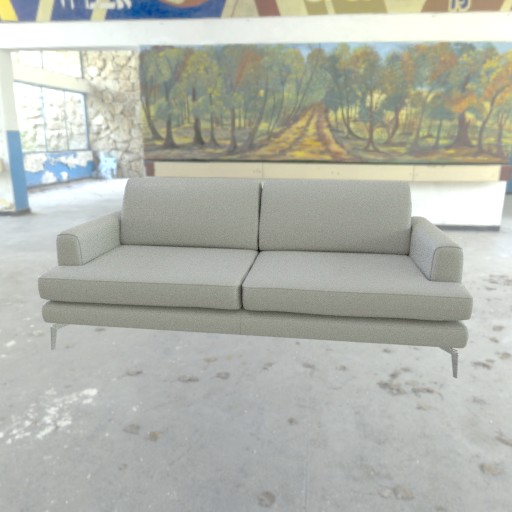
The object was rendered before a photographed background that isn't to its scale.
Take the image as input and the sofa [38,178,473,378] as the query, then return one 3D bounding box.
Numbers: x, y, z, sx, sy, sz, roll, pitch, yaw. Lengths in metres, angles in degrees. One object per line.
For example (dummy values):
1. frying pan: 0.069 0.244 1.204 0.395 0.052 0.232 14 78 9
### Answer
1. sofa: 0.000 0.000 2.374 1.940 0.765 0.974 2 15 8
